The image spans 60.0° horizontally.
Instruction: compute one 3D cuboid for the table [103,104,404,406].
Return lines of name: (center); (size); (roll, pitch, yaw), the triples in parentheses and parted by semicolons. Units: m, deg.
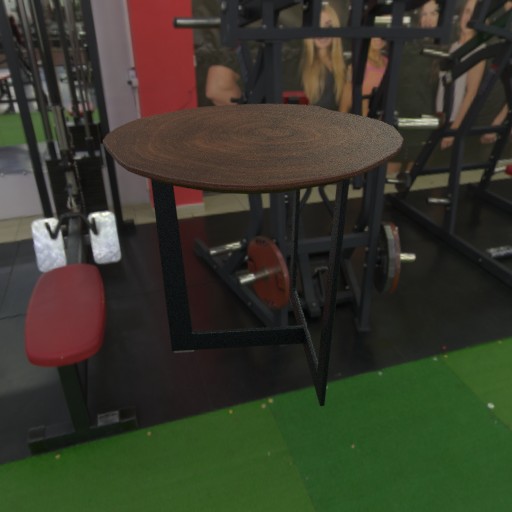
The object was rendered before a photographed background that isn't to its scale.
table: (0.000, 0.000, 0.861); (0.494, 0.476, 0.477); (-8, 31, -14)
